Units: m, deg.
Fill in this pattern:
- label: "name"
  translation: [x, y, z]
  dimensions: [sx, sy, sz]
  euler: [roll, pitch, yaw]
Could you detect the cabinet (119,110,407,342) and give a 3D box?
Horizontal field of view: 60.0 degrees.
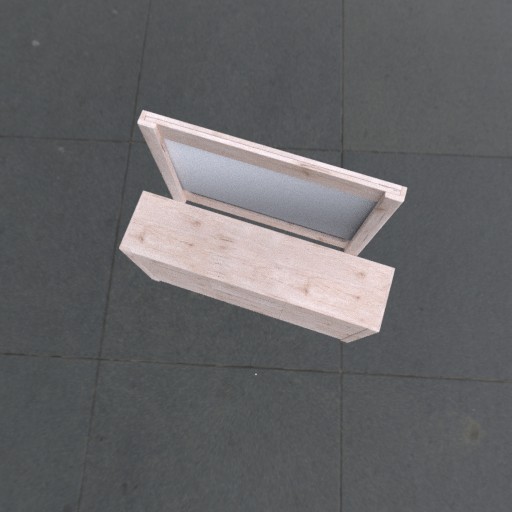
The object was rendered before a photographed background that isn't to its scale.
- label: "cabinet"
  translation: [0.000, 0.000, 2.739]
  dimensions: [1.700, 1.981, 0.420]
  euler: [17, 76, 5]
